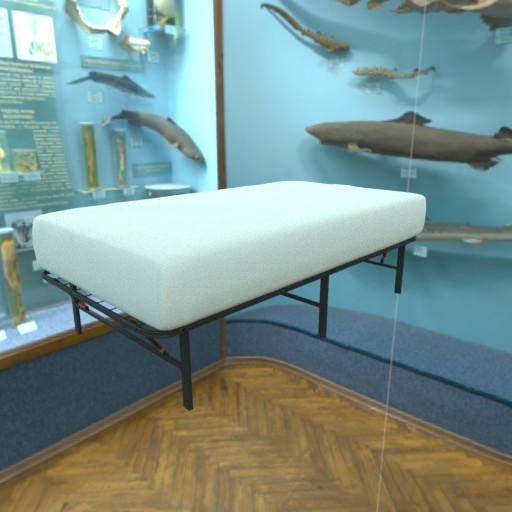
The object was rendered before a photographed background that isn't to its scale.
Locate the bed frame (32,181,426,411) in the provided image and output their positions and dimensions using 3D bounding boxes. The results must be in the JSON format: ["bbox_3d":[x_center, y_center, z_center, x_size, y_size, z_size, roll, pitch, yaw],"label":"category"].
[{"bbox_3d":[0.000,0.000,2.376,1.025,0.640,1.908,15,22,42],"label":"bed frame"}]
